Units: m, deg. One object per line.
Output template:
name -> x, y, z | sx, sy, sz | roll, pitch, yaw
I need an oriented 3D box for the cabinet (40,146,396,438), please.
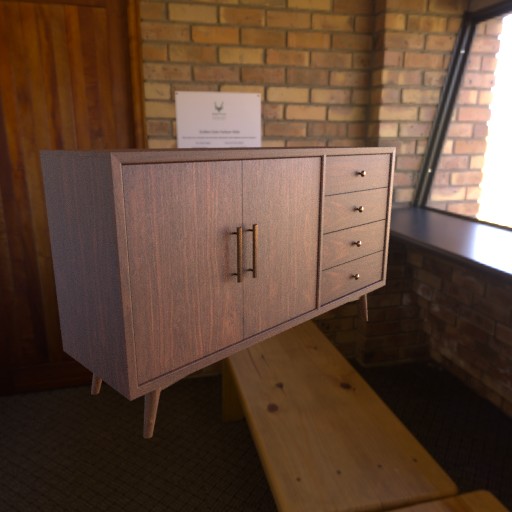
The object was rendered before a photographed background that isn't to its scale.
cabinet -> 0.000, 0.000, 1.989 | 0.505, 0.940, 1.575 | 14, 20, 42
